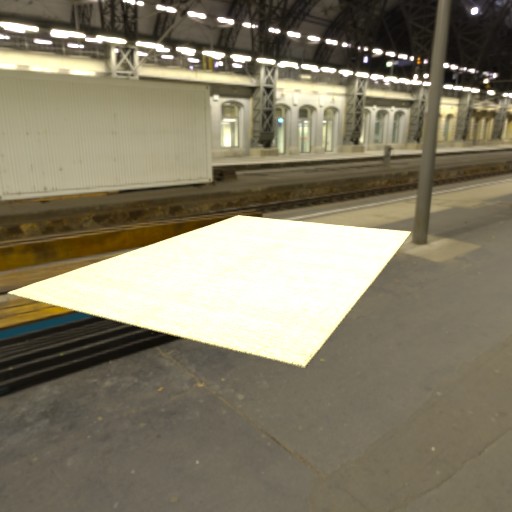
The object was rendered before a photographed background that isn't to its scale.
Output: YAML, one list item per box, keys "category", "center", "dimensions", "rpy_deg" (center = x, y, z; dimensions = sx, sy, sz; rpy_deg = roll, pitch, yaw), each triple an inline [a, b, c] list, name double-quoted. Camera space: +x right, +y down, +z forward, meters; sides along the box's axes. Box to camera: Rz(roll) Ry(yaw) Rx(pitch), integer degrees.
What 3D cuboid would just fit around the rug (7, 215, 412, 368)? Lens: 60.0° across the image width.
- category: "rug"
  center: [0.000, 0.000, 2.257]
  dimensions: [1.250, 0.015, 1.850]
  rpy_deg: [8, 18, 26]
